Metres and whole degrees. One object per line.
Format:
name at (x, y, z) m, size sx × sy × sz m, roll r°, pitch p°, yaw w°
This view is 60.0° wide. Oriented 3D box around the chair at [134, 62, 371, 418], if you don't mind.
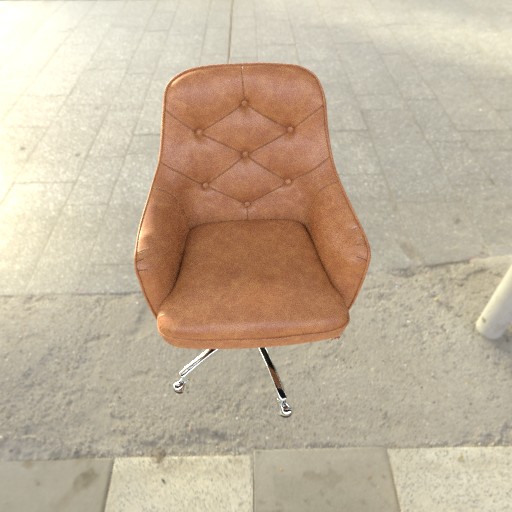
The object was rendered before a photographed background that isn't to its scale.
chair at (0.000, 0.000, 1.323) m, size 0.628 × 0.909 × 0.615 m, roll -2°, pitch 46°, yaw -2°
